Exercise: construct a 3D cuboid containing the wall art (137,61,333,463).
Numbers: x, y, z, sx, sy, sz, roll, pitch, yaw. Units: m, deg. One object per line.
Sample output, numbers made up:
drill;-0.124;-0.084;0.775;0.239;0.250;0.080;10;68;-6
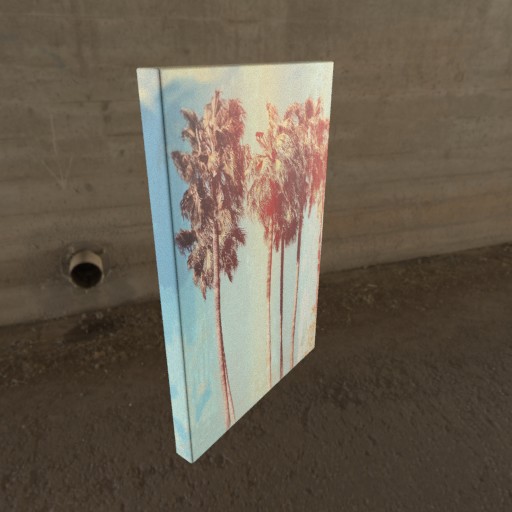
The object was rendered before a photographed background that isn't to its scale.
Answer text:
wall art;0.000;0.000;0.765;0.038;0.610;0.401;18;30;33
